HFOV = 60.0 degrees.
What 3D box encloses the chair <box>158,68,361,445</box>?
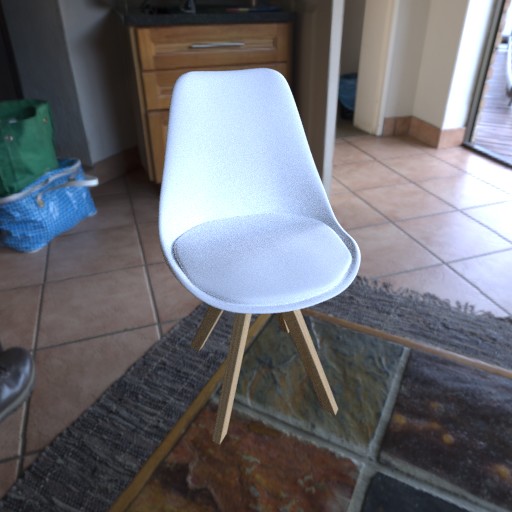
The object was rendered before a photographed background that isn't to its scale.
[{"bbox_3d":[0.000,0.000,1.177,0.485,0.849,0.550,-9,32,-14],"label":"chair"}]
